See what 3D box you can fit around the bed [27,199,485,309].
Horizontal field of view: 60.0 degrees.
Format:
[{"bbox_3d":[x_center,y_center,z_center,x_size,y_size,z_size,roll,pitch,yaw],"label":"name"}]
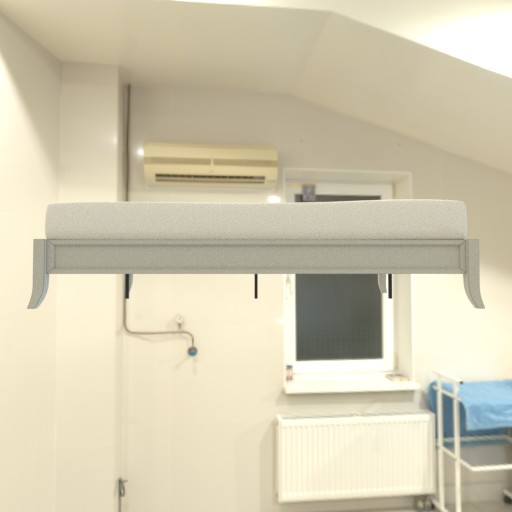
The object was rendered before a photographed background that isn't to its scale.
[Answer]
[{"bbox_3d":[0.000,0.000,2.656,1.985,0.510,1.460,0,-2,0],"label":"bed"}]
